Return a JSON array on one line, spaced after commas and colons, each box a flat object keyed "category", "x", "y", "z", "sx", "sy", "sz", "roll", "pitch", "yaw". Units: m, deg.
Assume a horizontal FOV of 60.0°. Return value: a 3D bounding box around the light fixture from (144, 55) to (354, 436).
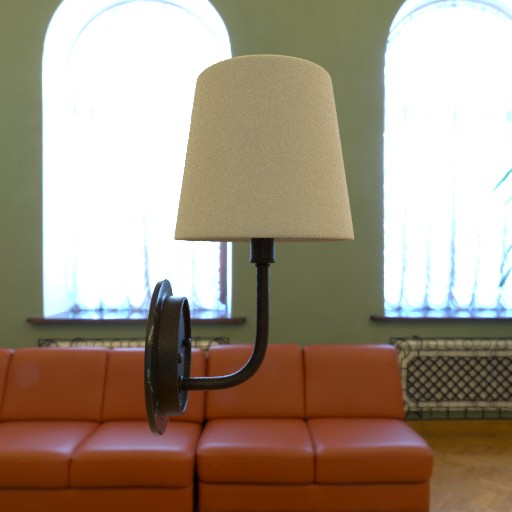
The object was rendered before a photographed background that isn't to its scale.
[{"category": "light fixture", "x": 0.000, "y": 0.000, "z": 0.432, "sx": 0.188, "sy": 0.337, "sz": 0.168, "roll": 0, "pitch": 0, "yaw": -2}]
